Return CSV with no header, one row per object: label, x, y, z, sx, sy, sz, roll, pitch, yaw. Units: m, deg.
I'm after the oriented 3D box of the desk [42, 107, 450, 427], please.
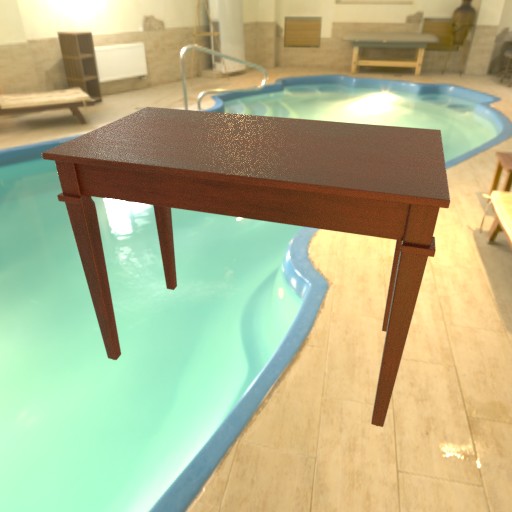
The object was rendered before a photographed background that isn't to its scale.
desk,0.000,0.000,1.447,1.001,0.762,0.549,9,32,15
